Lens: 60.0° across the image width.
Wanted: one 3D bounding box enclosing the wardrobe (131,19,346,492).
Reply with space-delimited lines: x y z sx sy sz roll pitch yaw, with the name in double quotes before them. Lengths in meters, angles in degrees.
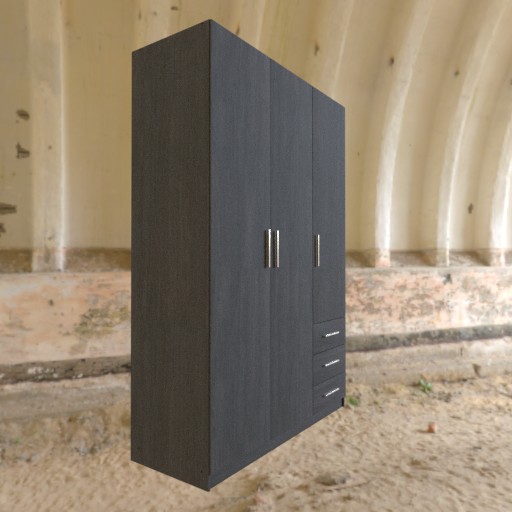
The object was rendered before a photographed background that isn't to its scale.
"wardrobe" 0.000 0.000 2.447 0.510 1.910 1.290 0 -1 36
